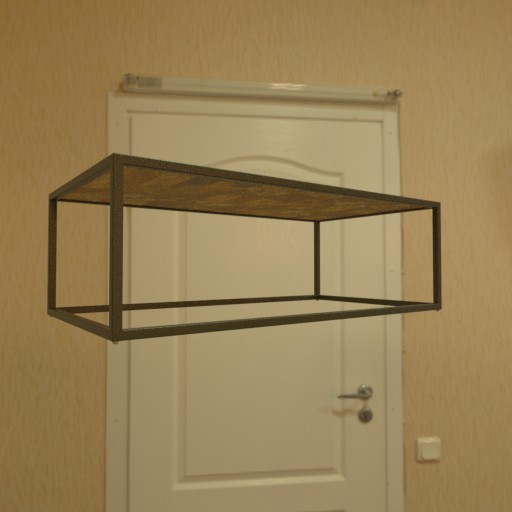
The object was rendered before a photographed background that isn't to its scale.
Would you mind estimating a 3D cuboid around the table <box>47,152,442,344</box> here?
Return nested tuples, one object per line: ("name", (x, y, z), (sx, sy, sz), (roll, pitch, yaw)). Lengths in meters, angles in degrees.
("table", (0.000, 0.000, 1.527), (1.199, 0.398, 0.649), (1, -2, -36))
